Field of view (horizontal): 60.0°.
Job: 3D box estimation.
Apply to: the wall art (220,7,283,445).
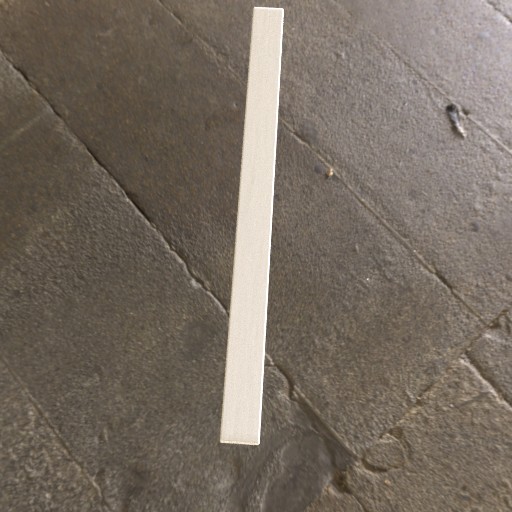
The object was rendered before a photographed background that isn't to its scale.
[{"bbox_3d":[0.000,0.000,0.732,0.038,0.508,0.508,3,75,1],"label":"wall art"}]
